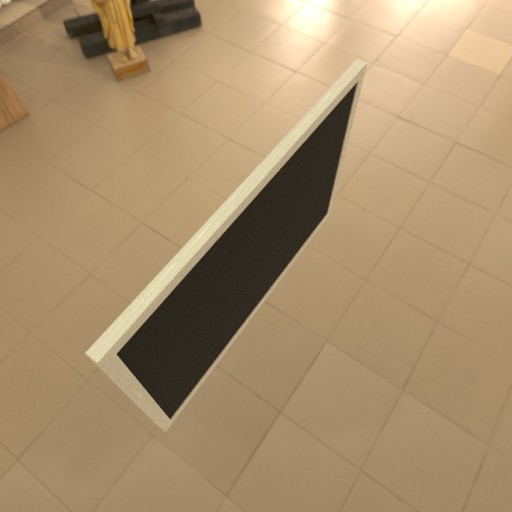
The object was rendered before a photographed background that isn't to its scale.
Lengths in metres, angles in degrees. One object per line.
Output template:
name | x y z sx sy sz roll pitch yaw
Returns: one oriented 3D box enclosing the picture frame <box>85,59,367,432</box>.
picture frame | 0.000 0.000 1.205 0.029 0.640 0.950 31 64 17
